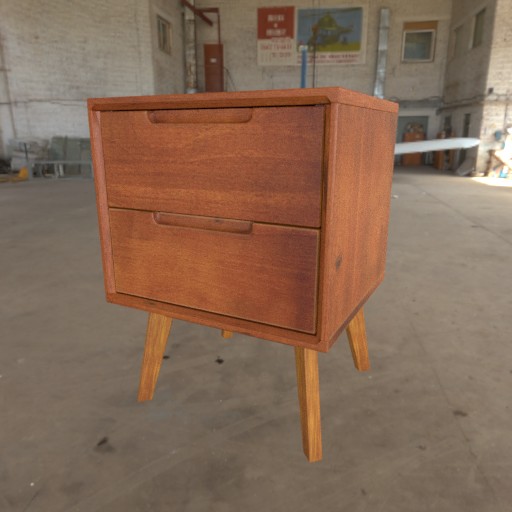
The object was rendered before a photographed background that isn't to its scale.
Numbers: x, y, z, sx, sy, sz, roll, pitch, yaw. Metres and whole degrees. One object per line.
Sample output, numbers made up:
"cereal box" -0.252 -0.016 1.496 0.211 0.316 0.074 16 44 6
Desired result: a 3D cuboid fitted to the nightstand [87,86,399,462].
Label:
"nightstand" 0.000 0.000 0.935 0.460 0.618 0.411 8 18 26
